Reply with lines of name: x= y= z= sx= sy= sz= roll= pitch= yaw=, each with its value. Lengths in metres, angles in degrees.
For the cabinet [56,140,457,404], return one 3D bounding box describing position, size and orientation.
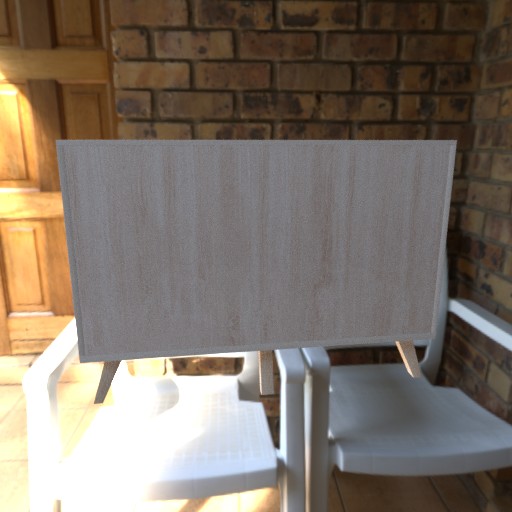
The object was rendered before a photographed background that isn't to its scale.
cabinet: x=0.000 y=0.000 z=1.548 sx=1.110 sy=0.780 sz=0.500 roll=-2 pitch=14 yaw=-8
